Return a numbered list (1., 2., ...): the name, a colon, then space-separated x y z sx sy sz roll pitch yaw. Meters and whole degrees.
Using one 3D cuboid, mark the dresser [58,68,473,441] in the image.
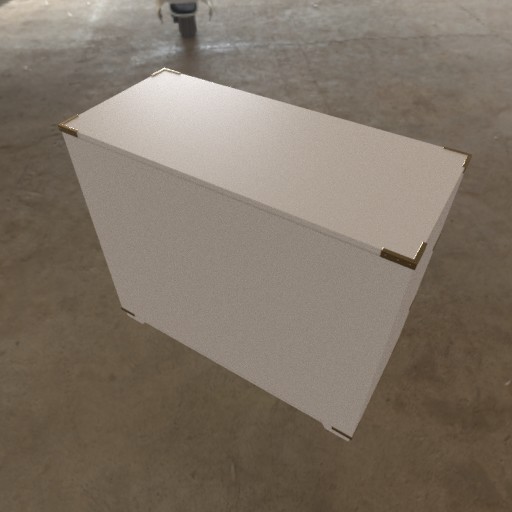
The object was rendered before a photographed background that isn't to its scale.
1. dresser: 0.000 0.000 1.504 1.022 0.891 0.460 24 50 22
